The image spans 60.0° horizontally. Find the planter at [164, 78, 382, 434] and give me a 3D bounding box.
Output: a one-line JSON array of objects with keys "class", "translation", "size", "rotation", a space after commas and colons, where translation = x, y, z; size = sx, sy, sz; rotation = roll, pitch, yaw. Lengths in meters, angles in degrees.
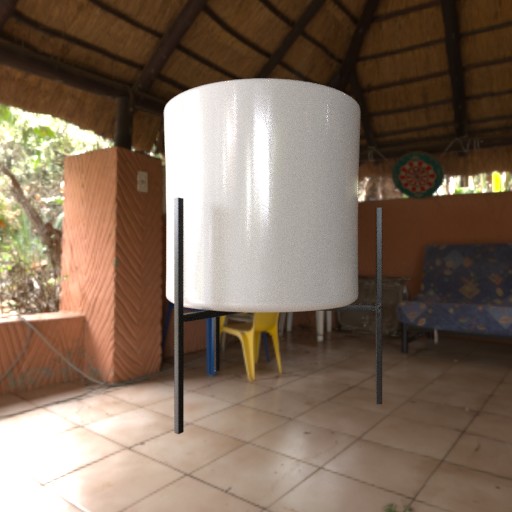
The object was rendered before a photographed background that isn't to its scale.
[{"class": "planter", "translation": [0.000, 0.000, 0.743], "size": [0.360, 0.480, 0.361], "rotation": [0, 0, 36]}]
